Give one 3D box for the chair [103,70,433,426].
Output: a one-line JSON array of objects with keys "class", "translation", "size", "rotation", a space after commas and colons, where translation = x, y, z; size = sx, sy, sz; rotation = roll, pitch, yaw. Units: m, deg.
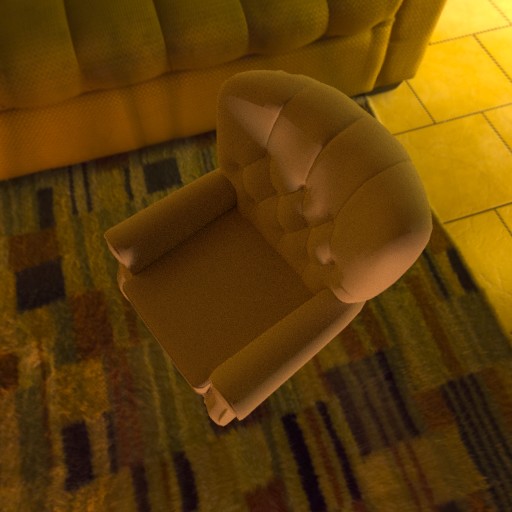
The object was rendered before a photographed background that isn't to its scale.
[{"class": "chair", "translation": [0.000, 0.000, 1.999], "size": [1.132, 1.169, 1.035], "rotation": [-35, 69, -16]}]
